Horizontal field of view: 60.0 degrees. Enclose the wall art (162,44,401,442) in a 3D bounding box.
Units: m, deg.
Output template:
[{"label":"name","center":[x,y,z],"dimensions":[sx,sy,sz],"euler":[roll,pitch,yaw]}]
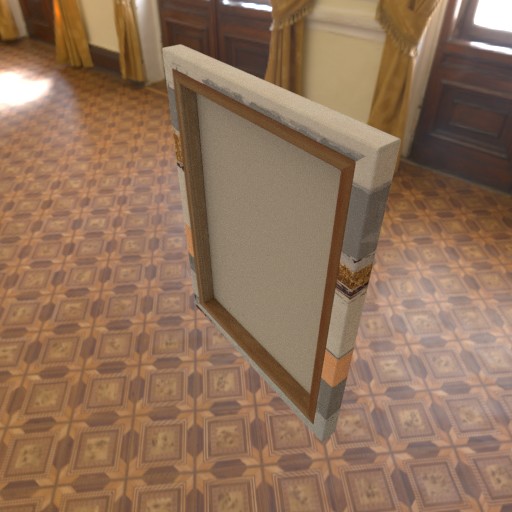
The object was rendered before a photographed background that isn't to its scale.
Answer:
[{"label":"wall art","center":[0.000,0.000,0.794],"dimensions":[0.038,0.609,0.456],"euler":[-27,47,-28]}]
